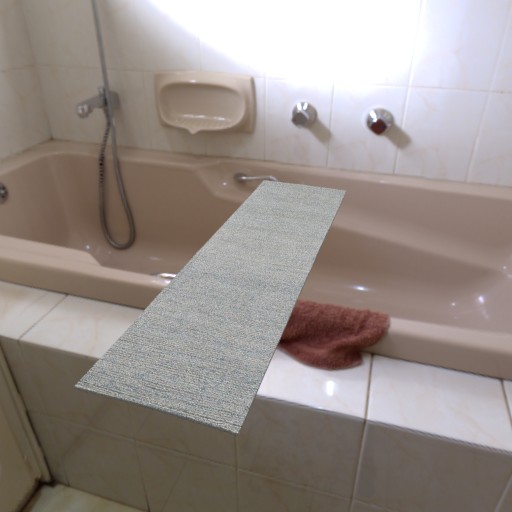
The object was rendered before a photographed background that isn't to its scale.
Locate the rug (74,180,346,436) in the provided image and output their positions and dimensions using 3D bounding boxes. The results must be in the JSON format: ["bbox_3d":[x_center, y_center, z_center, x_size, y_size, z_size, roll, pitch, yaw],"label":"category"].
[{"bbox_3d":[0.000,0.000,2.563,0.675,0.037,2.341,10,32,16],"label":"rug"}]
